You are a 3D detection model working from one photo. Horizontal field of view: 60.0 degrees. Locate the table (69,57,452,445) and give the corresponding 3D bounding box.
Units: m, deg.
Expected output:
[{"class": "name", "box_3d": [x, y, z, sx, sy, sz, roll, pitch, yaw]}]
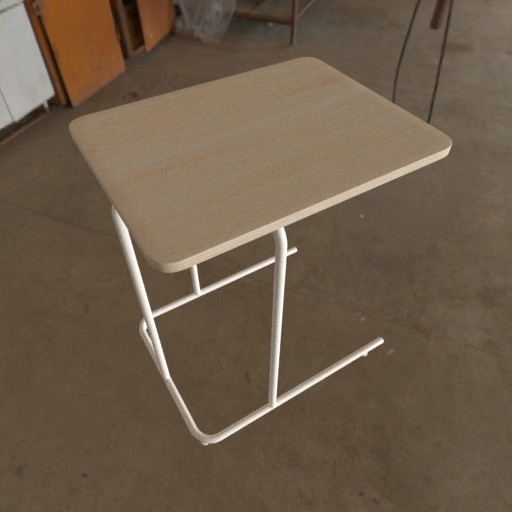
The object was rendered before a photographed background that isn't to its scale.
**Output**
[{"class": "table", "box_3d": [0.000, 0.000, 0.873, 0.480, 0.550, 0.370, -24, 51, -21]}]
